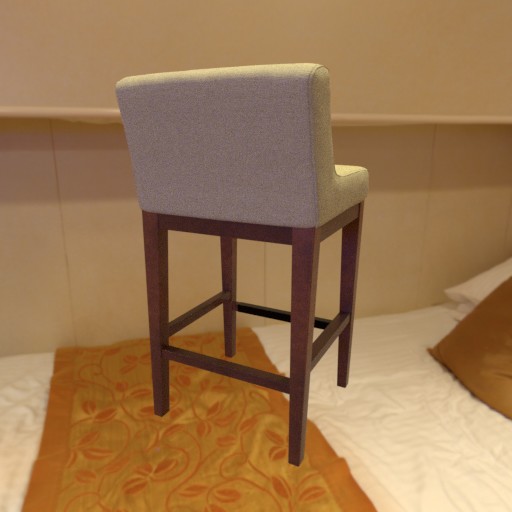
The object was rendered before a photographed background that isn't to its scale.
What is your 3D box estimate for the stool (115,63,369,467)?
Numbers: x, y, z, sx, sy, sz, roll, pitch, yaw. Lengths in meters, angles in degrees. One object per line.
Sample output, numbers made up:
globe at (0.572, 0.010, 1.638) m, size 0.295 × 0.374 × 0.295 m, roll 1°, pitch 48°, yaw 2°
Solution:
stool at (0.000, 0.000, 1.249) m, size 0.511 × 0.937 × 0.500 m, roll 8°, pitch 18°, yaw 27°
